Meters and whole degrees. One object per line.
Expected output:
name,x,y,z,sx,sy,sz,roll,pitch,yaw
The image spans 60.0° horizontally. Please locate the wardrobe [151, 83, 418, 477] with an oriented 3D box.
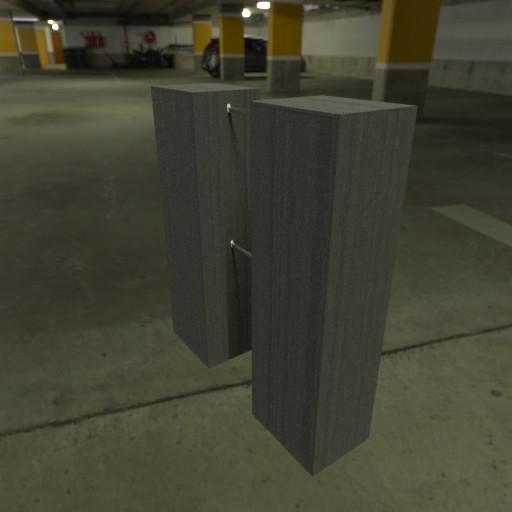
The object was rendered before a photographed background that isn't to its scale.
wardrobe,0.000,0.000,2.900,0.480,2.000,1.770,-17,30,-32
